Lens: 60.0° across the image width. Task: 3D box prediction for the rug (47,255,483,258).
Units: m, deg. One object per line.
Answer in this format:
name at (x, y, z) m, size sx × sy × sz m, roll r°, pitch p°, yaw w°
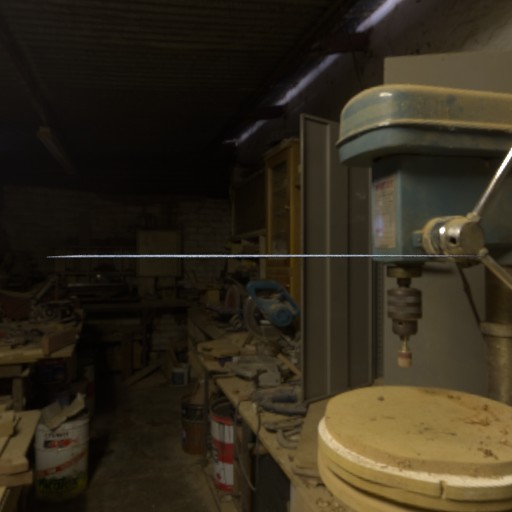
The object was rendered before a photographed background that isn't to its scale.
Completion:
rug at (0.000, 0.000, 3.081) m, size 2.440 × 0.007 × 1.525 m, roll 0°, pitch 0°, yaw -17°
